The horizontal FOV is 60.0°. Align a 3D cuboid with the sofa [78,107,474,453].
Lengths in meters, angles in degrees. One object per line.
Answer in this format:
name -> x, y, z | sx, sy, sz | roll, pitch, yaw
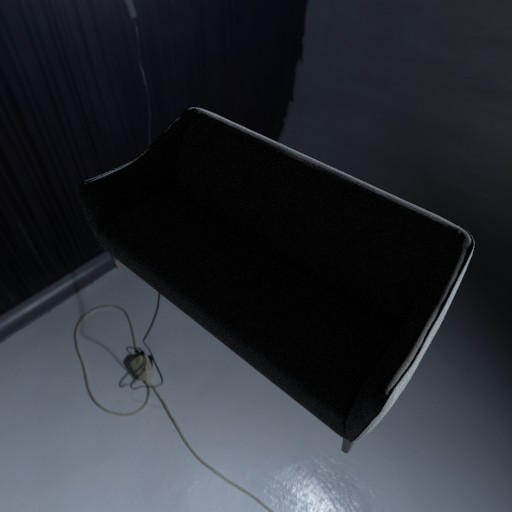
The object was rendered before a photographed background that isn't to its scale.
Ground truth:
sofa -> 0.000, 0.000, 2.335 | 1.928, 0.829, 0.867 | 32, 53, 28
